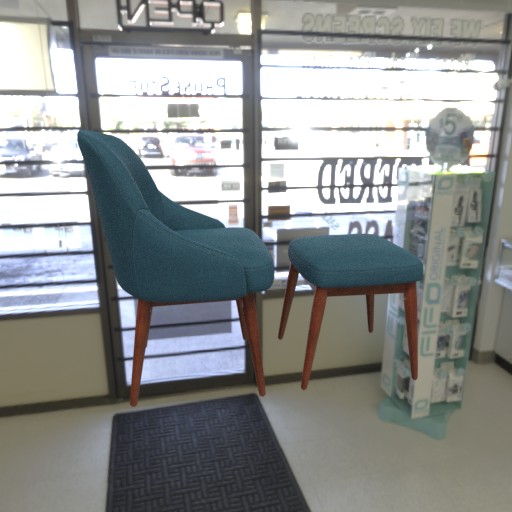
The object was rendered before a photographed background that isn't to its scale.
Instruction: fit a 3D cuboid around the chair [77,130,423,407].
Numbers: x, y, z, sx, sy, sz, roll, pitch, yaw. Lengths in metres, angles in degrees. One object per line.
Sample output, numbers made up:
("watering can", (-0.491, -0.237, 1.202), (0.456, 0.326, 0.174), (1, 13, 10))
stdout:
("chair", (0.000, 0.000, 1.584), (1.114, 0.866, 0.584), (-2, 16, -9))
